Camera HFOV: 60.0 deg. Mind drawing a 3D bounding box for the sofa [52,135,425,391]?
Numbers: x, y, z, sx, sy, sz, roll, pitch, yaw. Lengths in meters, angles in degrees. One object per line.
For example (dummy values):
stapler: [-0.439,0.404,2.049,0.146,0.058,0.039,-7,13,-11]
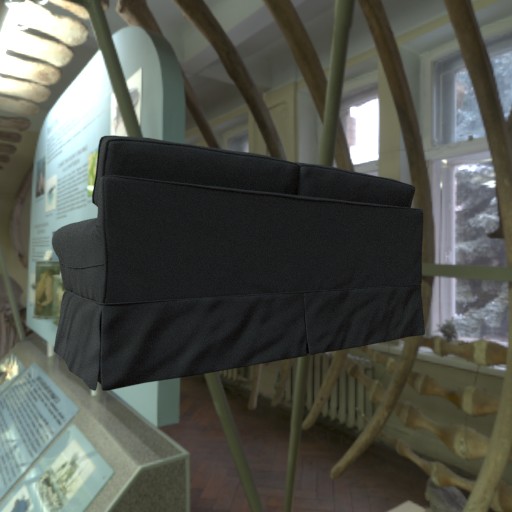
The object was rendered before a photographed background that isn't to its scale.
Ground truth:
sofa: [0.000,0.000,2.794,2.256,1.094,0.983,0,0,-36]
